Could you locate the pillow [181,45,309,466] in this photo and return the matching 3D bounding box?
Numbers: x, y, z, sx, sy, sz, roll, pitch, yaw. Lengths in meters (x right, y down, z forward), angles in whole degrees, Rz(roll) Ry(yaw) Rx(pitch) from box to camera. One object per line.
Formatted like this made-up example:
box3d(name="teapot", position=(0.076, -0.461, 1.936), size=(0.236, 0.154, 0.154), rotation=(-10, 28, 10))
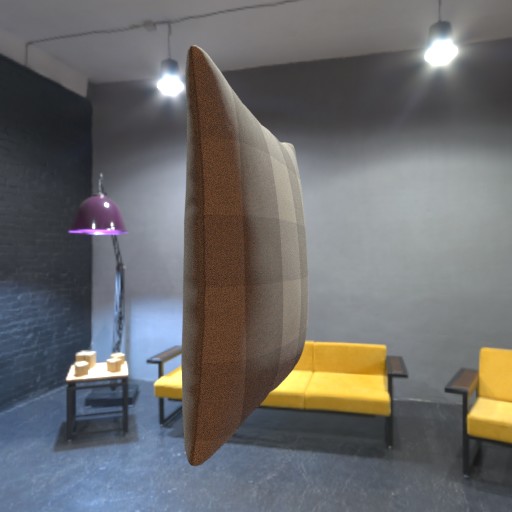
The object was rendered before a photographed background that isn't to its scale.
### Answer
box3d(name="pillow", position=(0.000, 0.000, 0.773), size=(0.161, 0.509, 0.511), rotation=(0, 0, 17))
